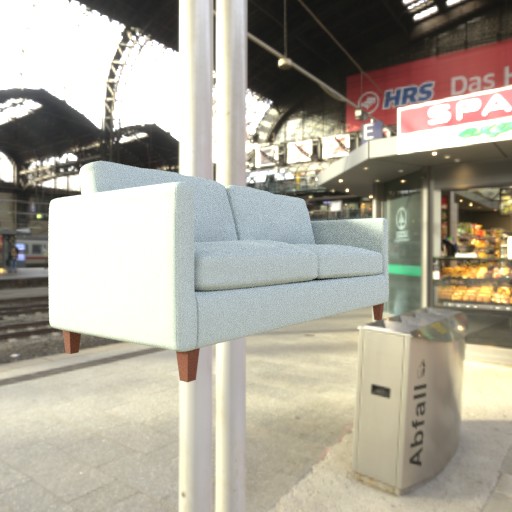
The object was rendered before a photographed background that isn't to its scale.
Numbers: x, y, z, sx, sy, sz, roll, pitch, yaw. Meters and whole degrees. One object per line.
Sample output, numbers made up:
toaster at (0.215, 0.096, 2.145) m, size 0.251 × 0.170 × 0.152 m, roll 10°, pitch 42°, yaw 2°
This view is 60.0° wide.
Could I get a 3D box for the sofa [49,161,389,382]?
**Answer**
sofa at (0.000, 0.000, 2.772) m, size 0.951 × 0.965 × 2.208 m, roll 0°, pitch 0°, yaw 36°
